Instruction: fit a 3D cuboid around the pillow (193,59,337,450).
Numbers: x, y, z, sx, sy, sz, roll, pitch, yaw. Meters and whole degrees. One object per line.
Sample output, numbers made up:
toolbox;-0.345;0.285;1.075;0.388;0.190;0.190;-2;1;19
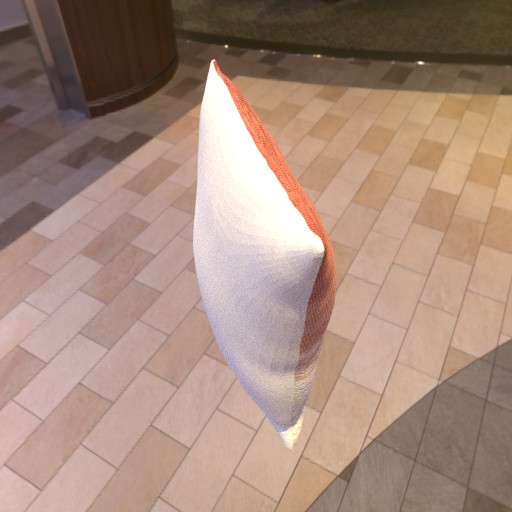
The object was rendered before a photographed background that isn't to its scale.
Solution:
pillow;0.000;0.000;0.680;0.182;0.441;0.440;-12;48;-11
